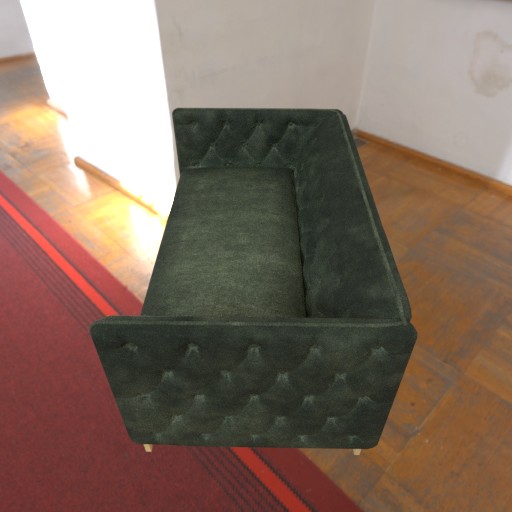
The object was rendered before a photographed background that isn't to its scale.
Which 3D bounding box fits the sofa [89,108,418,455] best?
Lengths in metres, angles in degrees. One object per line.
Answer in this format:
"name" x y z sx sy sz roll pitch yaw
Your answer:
"sofa" 0.000 0.000 1.973 0.895 0.768 1.537 1 41 1
